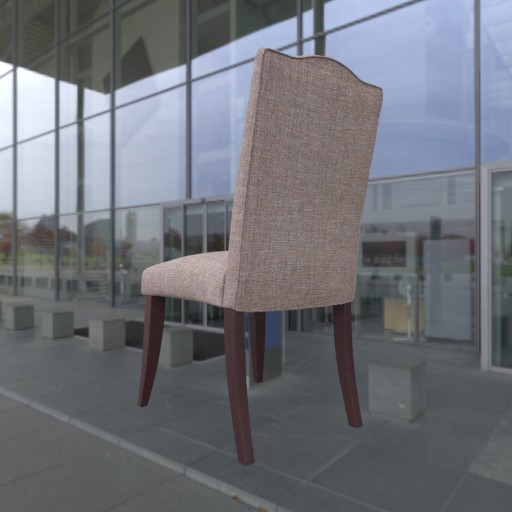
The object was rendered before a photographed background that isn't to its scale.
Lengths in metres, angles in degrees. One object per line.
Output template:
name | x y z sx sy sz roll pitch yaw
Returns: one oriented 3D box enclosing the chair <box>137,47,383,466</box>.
chair | 0.000 0.000 1.388 0.513 1.016 0.660 0 0 -36
